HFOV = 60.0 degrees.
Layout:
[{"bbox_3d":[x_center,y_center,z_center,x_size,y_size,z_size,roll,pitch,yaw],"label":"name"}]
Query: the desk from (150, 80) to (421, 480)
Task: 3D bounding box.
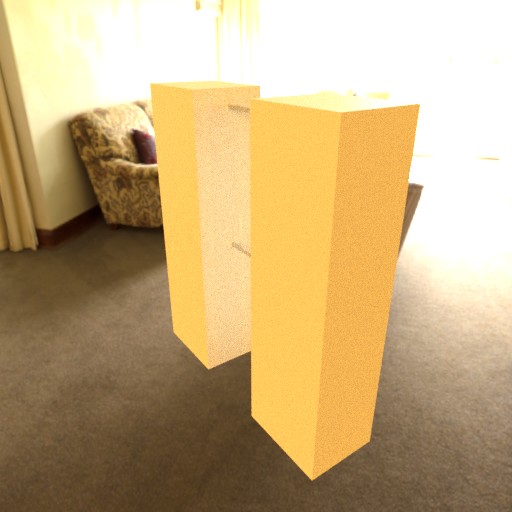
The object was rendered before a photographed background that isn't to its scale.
[{"bbox_3d":[0.000,0.000,2.859,0.480,2.000,1.770,-17,30,-32],"label":"desk"}]
